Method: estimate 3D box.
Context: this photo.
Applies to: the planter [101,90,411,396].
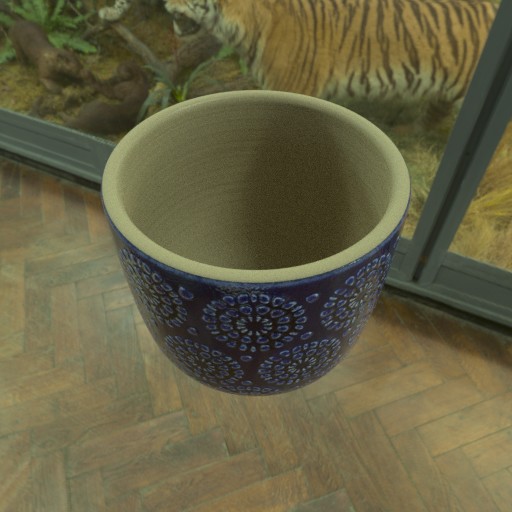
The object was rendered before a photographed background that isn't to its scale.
[{"bbox_3d":[0.000,0.000,0.293,0.165,0.149,0.165,0,48,0],"label":"planter"}]
